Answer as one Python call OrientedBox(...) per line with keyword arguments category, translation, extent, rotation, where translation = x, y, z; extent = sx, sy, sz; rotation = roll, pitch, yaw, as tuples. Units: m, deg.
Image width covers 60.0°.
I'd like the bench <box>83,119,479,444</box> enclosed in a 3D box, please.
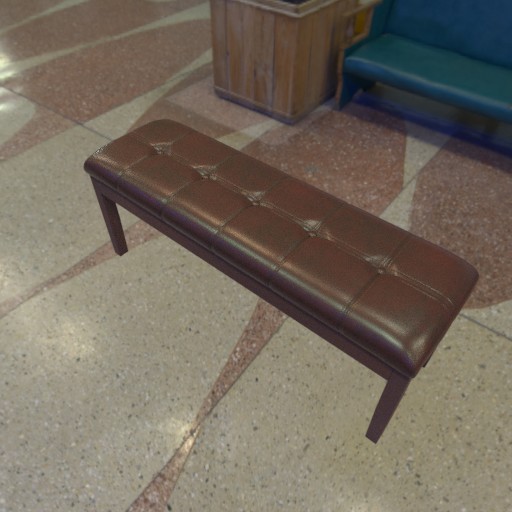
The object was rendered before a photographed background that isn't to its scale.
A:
OrientedBox(category="bench", translation=(0.000, 0.000, 1.498), extent=(1.259, 0.491, 0.401), rotation=(31, 54, 26))
